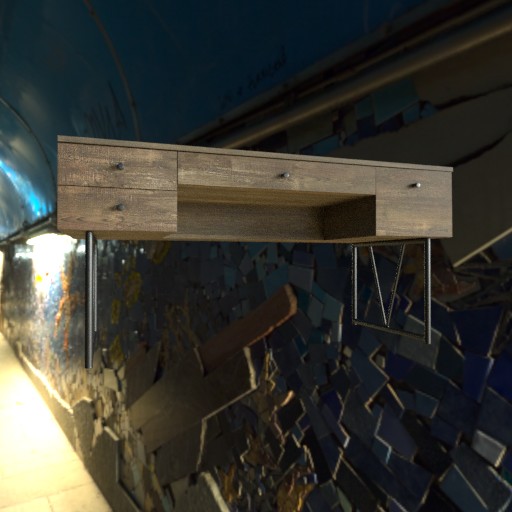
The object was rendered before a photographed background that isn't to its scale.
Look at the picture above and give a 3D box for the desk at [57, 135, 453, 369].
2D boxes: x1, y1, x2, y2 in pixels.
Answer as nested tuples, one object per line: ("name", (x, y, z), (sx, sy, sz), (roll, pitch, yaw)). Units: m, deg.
("desk", (0.000, 0.000, 2.027), (1.600, 0.780, 0.730), (0, -1, -18))
